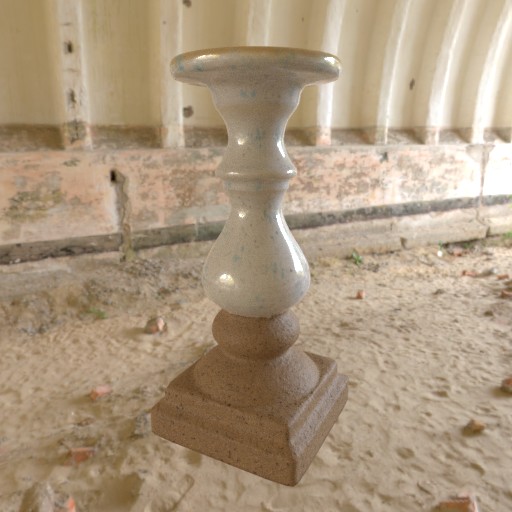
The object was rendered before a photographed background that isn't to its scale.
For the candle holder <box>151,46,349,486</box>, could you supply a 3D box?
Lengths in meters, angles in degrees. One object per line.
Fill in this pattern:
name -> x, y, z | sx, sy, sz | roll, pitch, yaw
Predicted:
candle holder -> 0.000, 0.000, 0.295 | 0.110, 0.239, 0.110 | 8, 17, 27
